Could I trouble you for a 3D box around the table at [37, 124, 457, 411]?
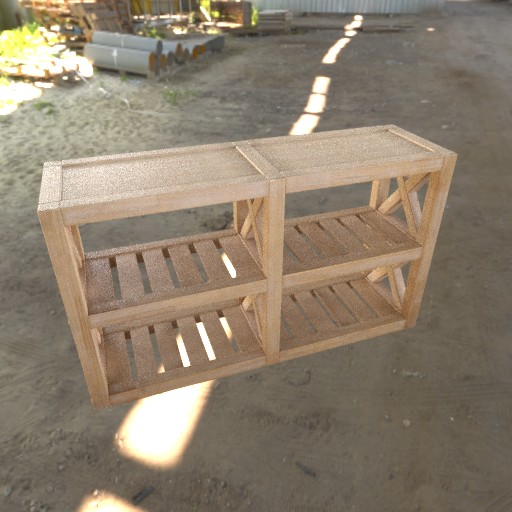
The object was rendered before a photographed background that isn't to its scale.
[{"bbox_3d":[0.000,0.000,1.658,1.320,0.762,0.381,-11,34,-17],"label":"table"}]
